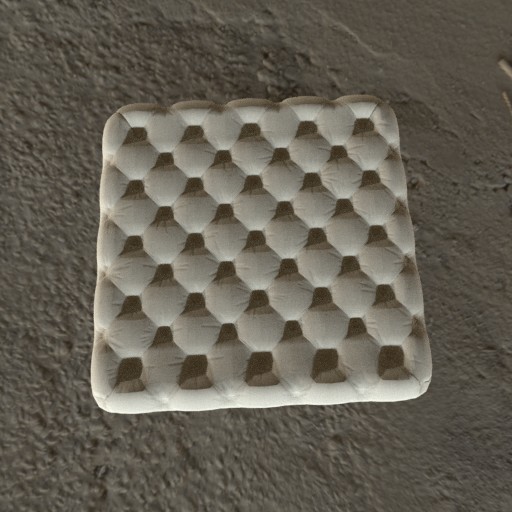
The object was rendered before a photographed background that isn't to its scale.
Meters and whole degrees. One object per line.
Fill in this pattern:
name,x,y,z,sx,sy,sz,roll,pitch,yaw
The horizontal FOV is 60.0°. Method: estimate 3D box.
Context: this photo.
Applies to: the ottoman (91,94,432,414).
ottoman,0.000,0.000,1.190,0.753,0.376,0.755,-2,75,-1
